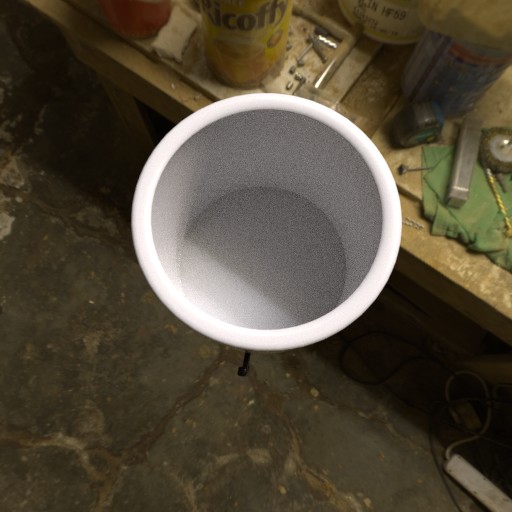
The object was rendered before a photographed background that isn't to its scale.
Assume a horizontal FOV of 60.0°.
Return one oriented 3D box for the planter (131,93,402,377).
[{"bbox_3d":[0.000,0.000,0.529,0.239,0.356,0.239,36,79,8],"label":"planter"}]
